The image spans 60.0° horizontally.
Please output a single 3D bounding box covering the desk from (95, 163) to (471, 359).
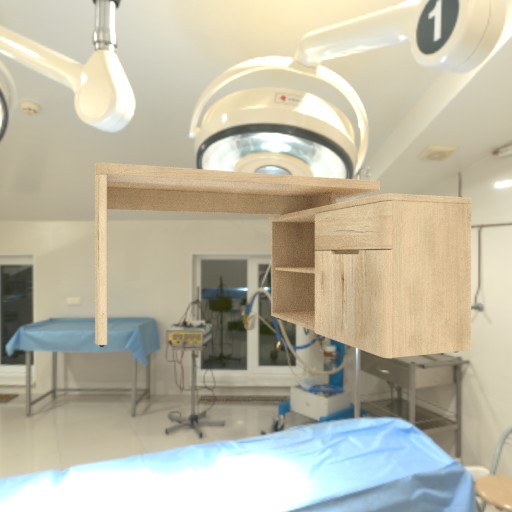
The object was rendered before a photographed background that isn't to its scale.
[{"bbox_3d":[0.000,0.000,2.051,1.400,0.770,1.175,0,0,-20],"label":"desk"}]
